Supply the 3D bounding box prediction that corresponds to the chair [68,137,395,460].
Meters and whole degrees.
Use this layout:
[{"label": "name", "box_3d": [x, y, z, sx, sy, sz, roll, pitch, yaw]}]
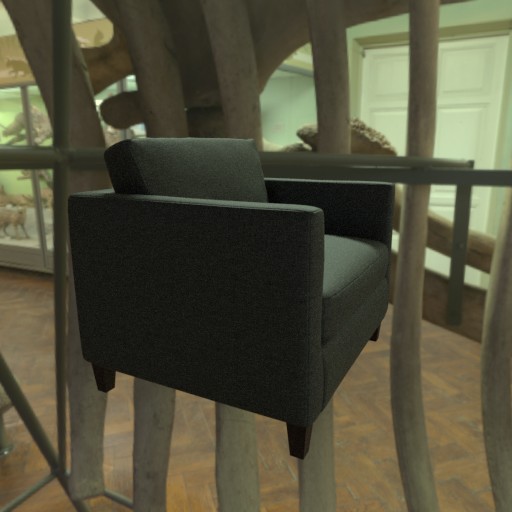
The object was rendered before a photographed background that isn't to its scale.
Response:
[{"label": "chair", "box_3d": [0.000, 0.000, 1.842, 0.959, 0.963, 1.107, 7, 15, 27]}]
